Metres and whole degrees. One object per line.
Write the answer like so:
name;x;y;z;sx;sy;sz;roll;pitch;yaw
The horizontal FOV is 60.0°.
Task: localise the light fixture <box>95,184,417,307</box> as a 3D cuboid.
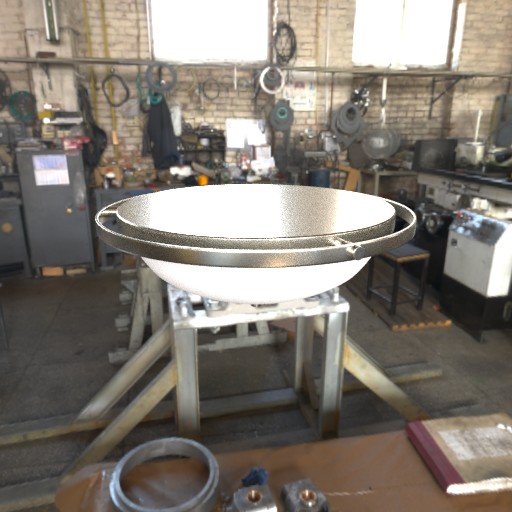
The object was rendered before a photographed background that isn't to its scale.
light fixture;0.000;0.000;0.544;0.361;0.130;0.361;0;17;0
